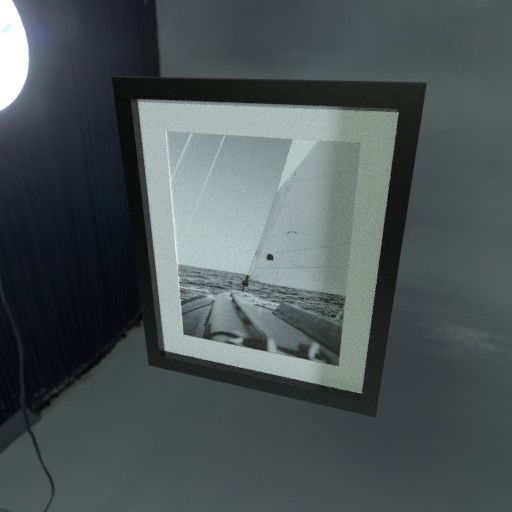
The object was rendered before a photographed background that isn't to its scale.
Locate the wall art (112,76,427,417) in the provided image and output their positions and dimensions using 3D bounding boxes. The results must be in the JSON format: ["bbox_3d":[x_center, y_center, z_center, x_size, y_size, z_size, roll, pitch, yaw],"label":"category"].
[{"bbox_3d":[0.000,0.000,0.753,0.461,0.558,0.031,8,26,16],"label":"wall art"}]
